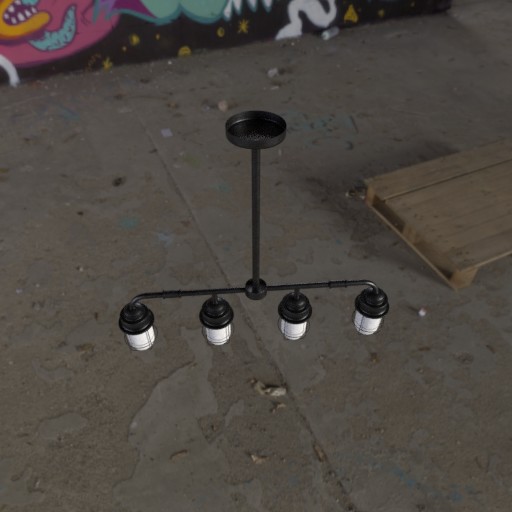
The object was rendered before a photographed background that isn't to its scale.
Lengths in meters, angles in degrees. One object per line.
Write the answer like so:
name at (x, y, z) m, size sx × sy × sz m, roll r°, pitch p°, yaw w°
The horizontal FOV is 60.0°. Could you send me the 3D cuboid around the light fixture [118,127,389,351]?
light fixture at (0.000, 0.000, 1.221) m, size 0.852 × 0.785 × 0.131 m, roll -3°, pitch 45°, yaw -3°
